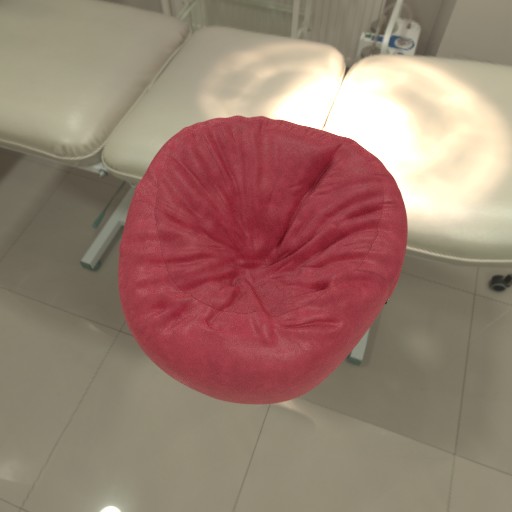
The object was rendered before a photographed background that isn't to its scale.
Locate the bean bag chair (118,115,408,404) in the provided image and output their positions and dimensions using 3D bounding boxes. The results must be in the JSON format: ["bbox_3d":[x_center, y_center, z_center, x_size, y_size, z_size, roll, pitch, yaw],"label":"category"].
[{"bbox_3d":[0.000,0.000,2.459,1.524,0.878,1.524,17,60,10],"label":"bean bag chair"}]
